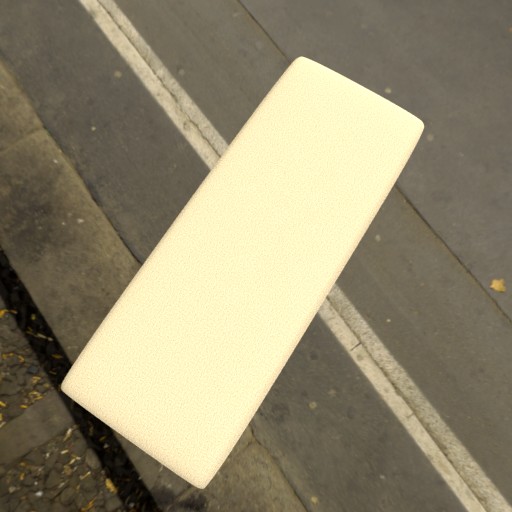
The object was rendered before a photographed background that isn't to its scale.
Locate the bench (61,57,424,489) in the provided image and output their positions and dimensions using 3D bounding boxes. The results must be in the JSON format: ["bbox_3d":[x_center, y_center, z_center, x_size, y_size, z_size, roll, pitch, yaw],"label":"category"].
[{"bbox_3d":[0.000,0.000,1.813,0.646,0.393,1.609,32,78,8],"label":"bench"}]
